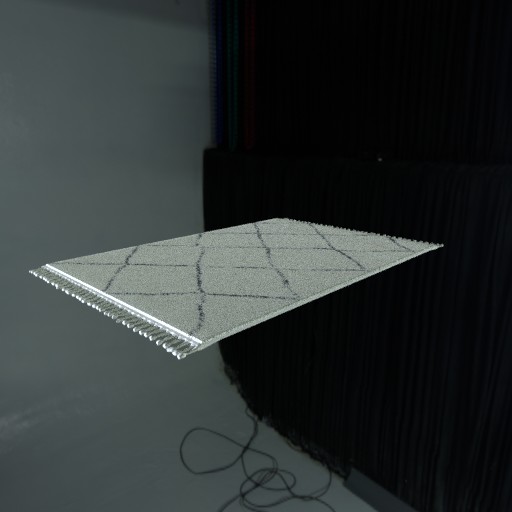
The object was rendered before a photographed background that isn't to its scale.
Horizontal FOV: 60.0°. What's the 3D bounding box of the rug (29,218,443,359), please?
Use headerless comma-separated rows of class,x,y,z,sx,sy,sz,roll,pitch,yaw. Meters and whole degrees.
rug,0.000,0.000,2.868,1.494,0.031,2.307,15,21,42
